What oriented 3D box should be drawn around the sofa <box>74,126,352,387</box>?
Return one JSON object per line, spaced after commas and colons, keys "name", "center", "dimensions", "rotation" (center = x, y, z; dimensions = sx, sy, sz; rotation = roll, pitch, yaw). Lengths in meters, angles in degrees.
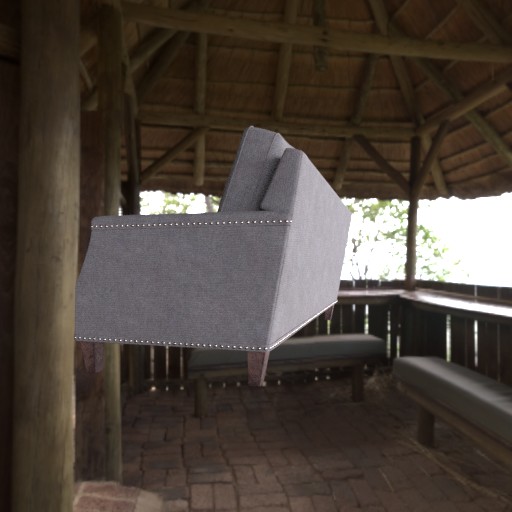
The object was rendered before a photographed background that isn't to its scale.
{"name": "sofa", "center": [0.000, 0.000, 2.832], "dimensions": [1.034, 1.042, 2.226], "rotation": [0, -1, 17]}
